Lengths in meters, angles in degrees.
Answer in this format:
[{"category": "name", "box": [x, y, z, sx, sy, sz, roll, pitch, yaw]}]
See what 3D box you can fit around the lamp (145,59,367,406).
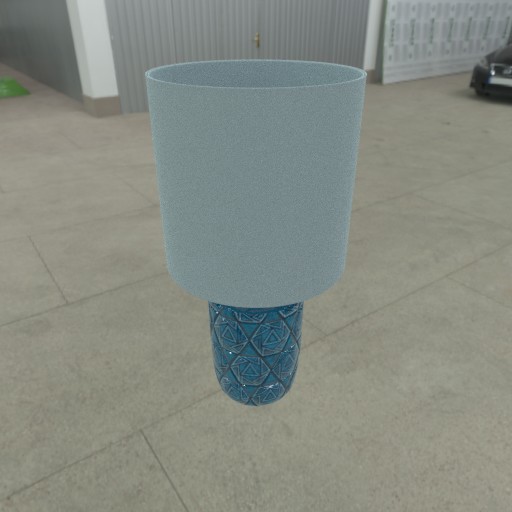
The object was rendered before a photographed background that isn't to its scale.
[{"category": "lamp", "box": [0.000, 0.000, 0.486, 0.193, 0.377, 0.193, 10, 31, 17]}]
